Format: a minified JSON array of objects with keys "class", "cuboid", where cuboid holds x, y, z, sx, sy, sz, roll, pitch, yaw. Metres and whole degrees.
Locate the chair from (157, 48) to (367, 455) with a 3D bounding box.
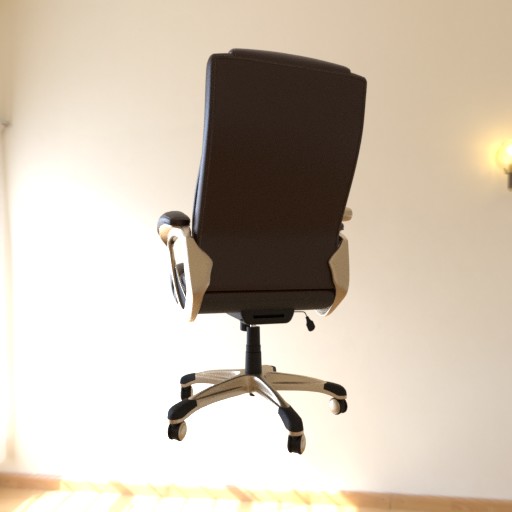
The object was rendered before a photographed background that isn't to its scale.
[{"class":"chair","cuboid":[0.000,0.000,1.628,0.692,1.194,0.749,0,-1,-19]}]
